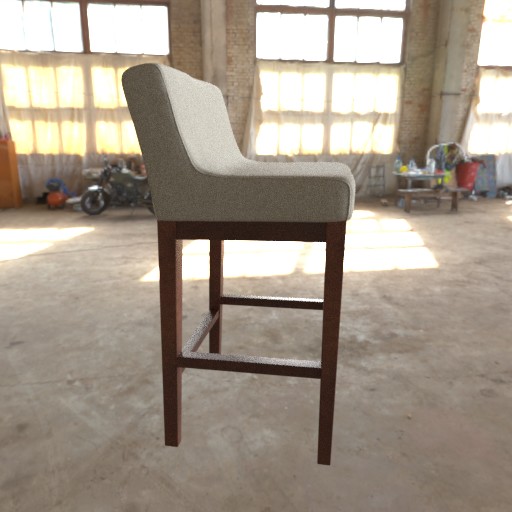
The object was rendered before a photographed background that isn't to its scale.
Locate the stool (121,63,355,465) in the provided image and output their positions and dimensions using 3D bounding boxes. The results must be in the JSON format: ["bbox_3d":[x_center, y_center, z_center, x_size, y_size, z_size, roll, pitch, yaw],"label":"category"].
[{"bbox_3d":[0.000,0.000,1.221,0.500,0.937,0.511,3,15,9],"label":"stool"}]
